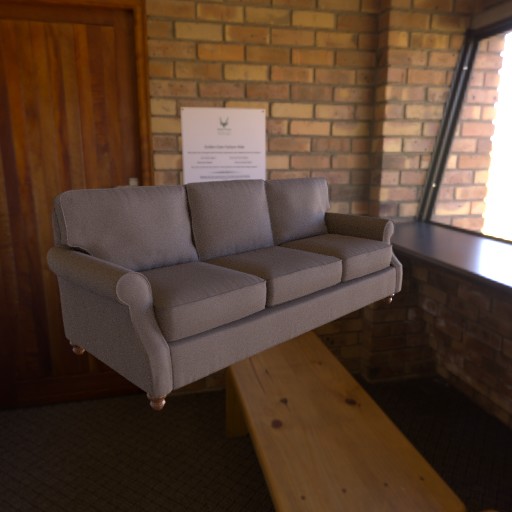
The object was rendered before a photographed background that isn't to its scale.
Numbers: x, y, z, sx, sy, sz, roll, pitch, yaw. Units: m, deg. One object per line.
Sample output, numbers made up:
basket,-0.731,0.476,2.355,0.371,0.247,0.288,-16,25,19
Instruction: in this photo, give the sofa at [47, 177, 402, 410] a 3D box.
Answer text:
sofa,0.000,0.000,2.858,0.966,0.948,2.353,12,18,43
